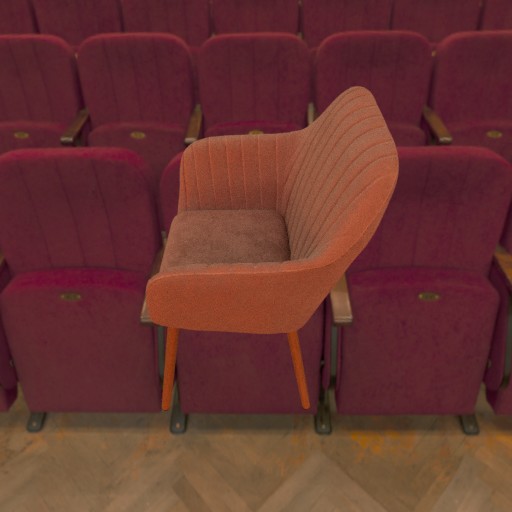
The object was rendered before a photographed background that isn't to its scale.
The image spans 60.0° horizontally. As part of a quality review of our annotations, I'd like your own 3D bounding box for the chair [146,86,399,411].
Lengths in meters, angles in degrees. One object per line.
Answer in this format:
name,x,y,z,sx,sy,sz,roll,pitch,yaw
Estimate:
chair,0.000,0.000,1.248,0.570,0.832,0.610,0,42,1
